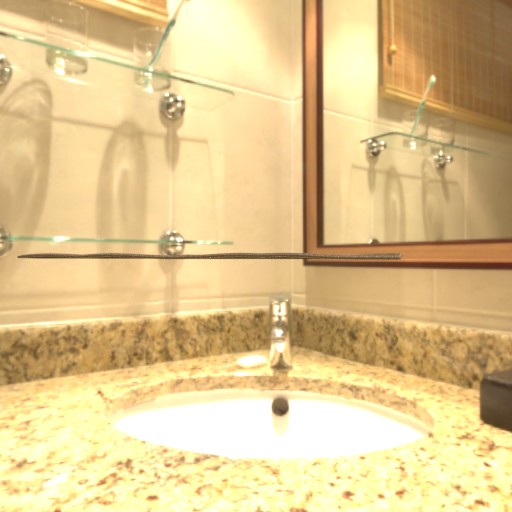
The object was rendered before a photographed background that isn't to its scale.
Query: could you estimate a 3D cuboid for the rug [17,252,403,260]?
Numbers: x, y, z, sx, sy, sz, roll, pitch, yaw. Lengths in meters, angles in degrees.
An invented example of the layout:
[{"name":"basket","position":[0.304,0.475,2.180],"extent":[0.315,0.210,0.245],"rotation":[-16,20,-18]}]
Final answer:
[{"name":"rug","position":[0.000,0.000,0.879],"extent":[0.551,0.008,0.642],"rotation":[0,0,18]}]
